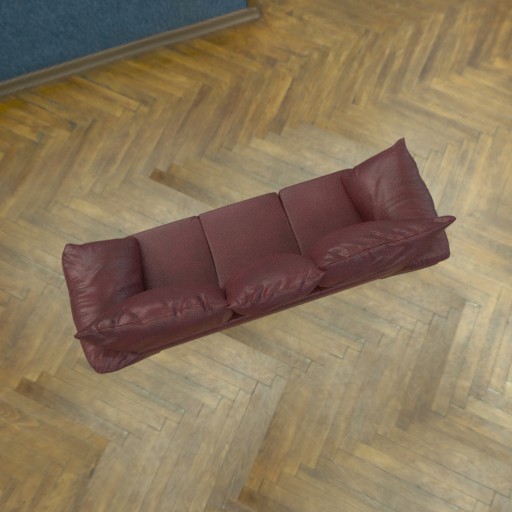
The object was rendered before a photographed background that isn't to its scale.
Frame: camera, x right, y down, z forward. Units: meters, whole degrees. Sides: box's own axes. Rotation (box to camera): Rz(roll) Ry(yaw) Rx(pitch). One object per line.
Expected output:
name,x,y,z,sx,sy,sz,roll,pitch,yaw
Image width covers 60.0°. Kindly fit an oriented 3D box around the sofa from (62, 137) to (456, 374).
sofa,0.000,0.000,2.952,2.390,1.091,0.907,-18,76,-5
